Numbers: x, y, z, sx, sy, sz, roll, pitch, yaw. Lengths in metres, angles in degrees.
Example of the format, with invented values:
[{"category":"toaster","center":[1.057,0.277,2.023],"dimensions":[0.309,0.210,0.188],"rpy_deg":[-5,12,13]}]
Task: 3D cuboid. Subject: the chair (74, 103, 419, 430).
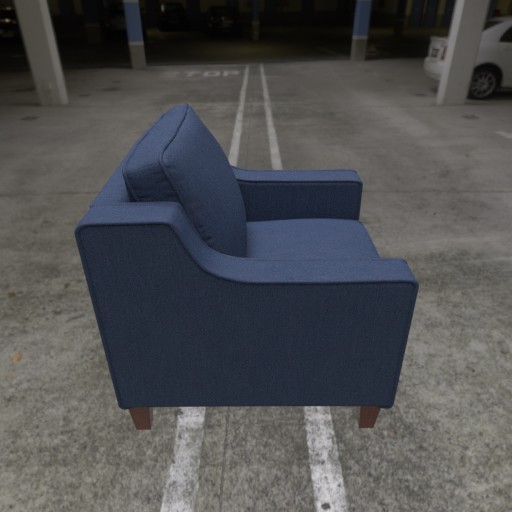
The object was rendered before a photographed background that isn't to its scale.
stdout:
[{"category":"chair","center":[0.000,0.000,1.618],"dimensions":[0.909,0.960,0.831],"rpy_deg":[0,32,0]}]
